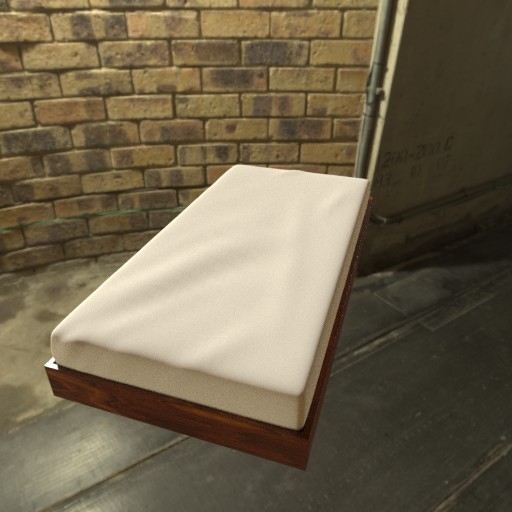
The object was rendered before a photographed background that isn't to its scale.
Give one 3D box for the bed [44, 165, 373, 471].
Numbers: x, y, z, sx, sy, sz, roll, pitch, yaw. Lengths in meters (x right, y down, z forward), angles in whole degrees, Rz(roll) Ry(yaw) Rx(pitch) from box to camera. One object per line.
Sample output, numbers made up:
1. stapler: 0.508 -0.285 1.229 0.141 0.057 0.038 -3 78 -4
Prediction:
1. bed: 0.000 0.000 2.171 0.940 0.312 1.860 10 32 16
